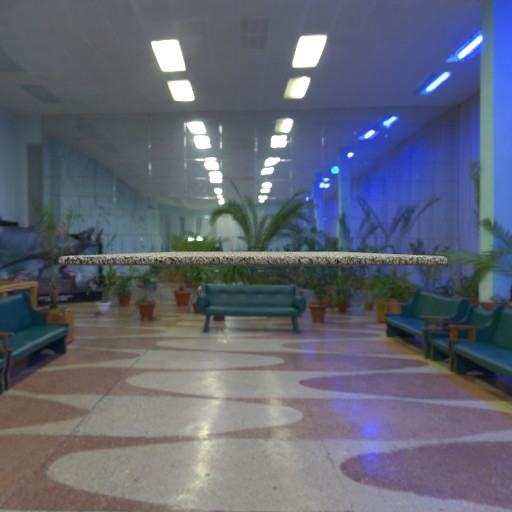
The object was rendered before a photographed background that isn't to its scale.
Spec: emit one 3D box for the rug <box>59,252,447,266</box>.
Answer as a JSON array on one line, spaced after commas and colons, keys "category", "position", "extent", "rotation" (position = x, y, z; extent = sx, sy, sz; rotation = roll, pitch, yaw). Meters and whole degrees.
[{"category": "rug", "position": [0.000, 0.000, 2.266], "extent": [1.219, 0.030, 1.778], "rotation": [0, 1, 1]}]
